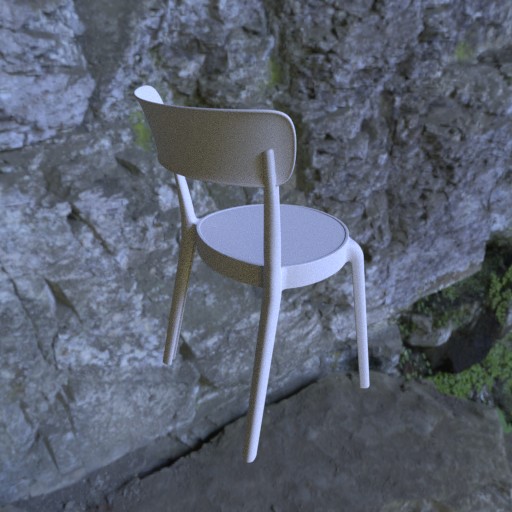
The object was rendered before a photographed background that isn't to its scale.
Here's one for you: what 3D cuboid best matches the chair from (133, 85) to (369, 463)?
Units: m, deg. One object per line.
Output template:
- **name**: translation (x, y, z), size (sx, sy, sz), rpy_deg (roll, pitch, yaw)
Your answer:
- **chair**: translation (0.000, 0.000, 1.122), size (0.491, 0.790, 0.506), rpy_deg (-18, 32, -32)
